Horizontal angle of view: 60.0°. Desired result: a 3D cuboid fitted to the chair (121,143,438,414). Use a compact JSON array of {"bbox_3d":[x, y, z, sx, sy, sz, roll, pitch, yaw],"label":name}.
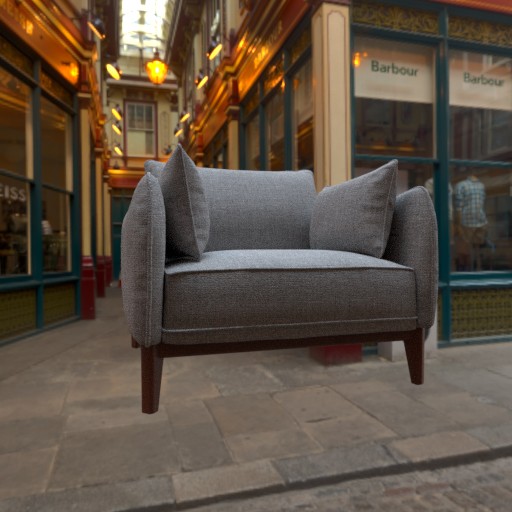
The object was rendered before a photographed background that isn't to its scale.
[{"bbox_3d":[0.000,0.000,1.713,0.993,0.839,0.976,0,1,-17],"label":"chair"}]
